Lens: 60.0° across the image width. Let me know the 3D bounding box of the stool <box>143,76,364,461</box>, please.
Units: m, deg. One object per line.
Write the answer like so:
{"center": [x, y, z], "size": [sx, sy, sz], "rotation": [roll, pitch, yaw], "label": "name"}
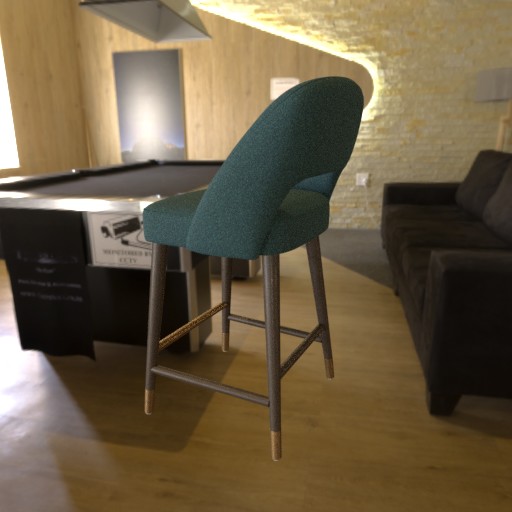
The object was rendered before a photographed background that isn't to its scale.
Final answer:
{"center": [0.000, 0.000, 1.281], "size": [0.522, 0.939, 0.536], "rotation": [8, 18, 26], "label": "stool"}
